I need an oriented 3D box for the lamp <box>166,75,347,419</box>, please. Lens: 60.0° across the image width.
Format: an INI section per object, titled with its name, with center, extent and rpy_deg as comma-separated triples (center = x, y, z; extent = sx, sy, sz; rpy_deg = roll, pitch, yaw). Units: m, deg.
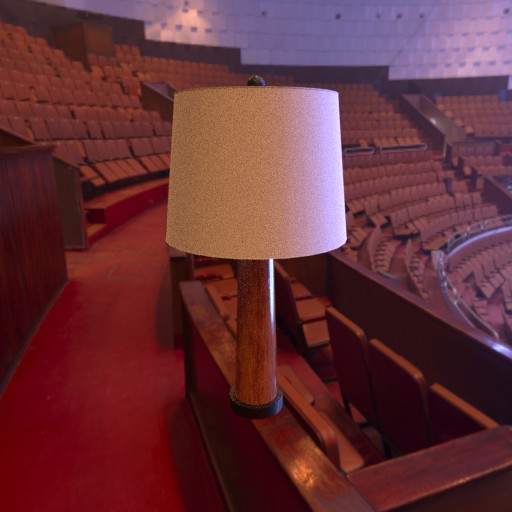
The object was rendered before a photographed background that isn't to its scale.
[lamp]
center = 0.000, 0.000, 0.878
extent = 0.349, 0.667, 0.349
rpy_deg = 0, 15, 0
